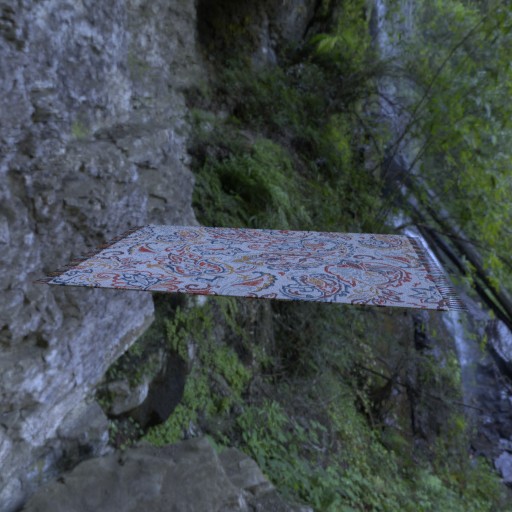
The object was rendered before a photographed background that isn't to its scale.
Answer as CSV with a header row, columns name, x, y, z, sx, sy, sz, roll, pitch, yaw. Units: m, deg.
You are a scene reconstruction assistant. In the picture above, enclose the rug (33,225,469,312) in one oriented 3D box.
name,x,y,z,sx,sy,sz,roll,pitch,yaw
rug,0.000,0.000,2.549,1.997,0.010,1.218,3,18,9
